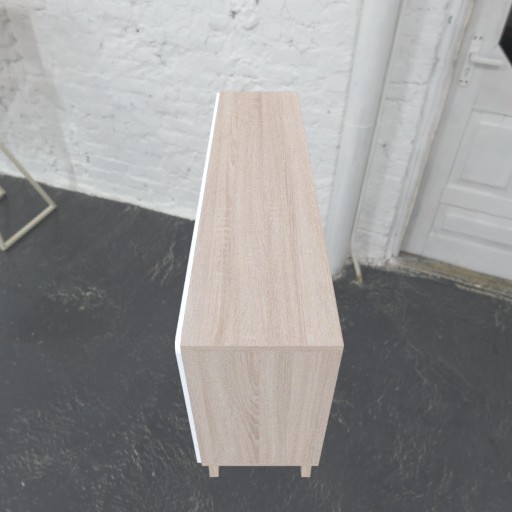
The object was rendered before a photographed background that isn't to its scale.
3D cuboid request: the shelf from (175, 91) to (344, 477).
[{"bbox_3d":[0.000,0.000,1.820,0.400,0.780,1.490,0,42,0],"label":"shelf"}]
